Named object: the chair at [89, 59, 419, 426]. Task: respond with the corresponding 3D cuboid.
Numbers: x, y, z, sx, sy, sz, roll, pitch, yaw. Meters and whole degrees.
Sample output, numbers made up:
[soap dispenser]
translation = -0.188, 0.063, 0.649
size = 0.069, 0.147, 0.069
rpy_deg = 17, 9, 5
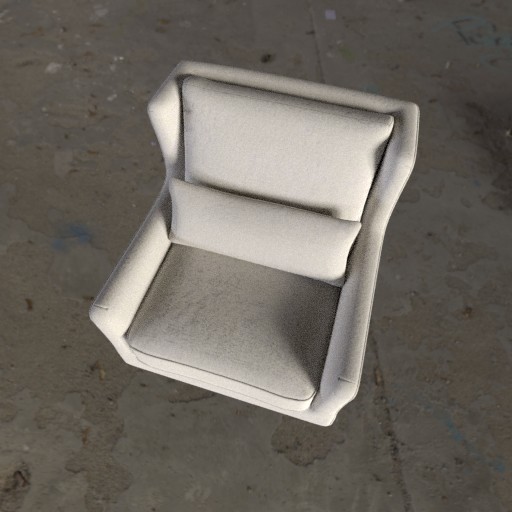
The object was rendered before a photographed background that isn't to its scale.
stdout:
[chair]
translation = 0.000, 0.000, 1.837
size = 0.982, 1.056, 1.040
rpy_deg = 15, 58, 9
